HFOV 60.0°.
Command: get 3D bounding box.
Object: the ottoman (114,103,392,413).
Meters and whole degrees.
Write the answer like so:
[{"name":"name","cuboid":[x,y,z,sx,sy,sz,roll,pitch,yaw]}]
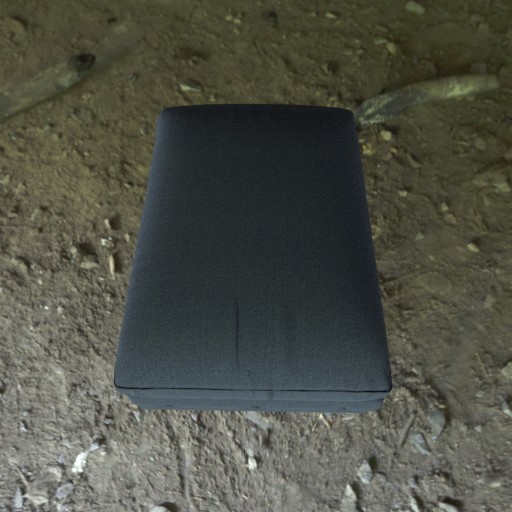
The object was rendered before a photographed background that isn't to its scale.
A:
[{"name":"ottoman","cuboid":[0.000,0.000,1.147,0.558,0.486,0.767,1,59,1]}]
